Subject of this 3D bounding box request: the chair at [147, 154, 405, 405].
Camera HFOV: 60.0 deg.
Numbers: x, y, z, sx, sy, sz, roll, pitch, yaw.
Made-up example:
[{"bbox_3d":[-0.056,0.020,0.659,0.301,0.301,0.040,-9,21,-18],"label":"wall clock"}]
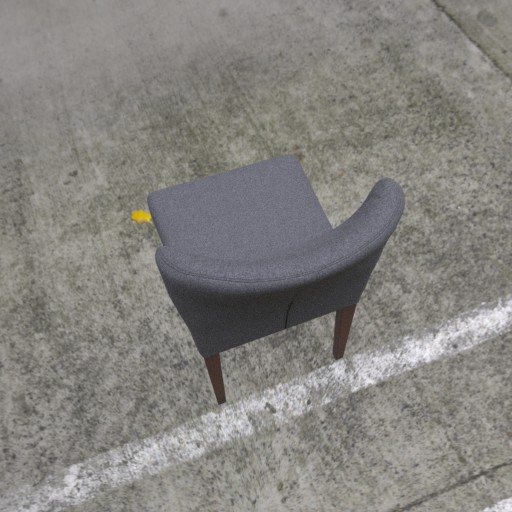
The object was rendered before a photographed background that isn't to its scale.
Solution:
[{"bbox_3d":[0.000,0.000,1.211,0.491,0.839,0.592,-18,61,-10],"label":"chair"}]
